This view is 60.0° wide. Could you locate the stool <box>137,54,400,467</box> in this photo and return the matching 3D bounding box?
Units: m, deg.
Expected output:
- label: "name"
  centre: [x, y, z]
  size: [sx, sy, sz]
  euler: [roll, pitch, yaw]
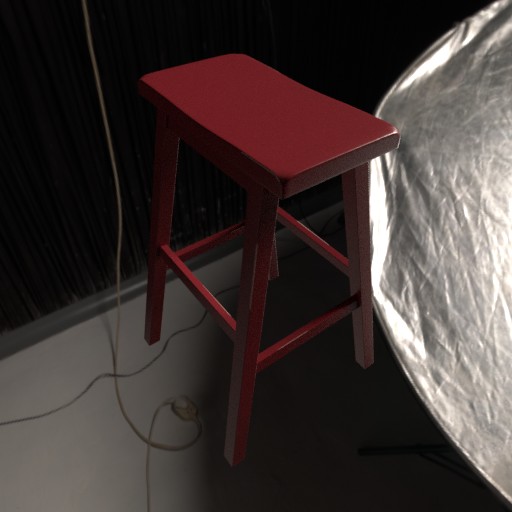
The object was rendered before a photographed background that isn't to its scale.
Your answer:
- label: "stool"
  centre: [0.000, 0.000, 1.017]
  size: [0.476, 0.737, 0.457]
  euler: [-27, 49, -26]
